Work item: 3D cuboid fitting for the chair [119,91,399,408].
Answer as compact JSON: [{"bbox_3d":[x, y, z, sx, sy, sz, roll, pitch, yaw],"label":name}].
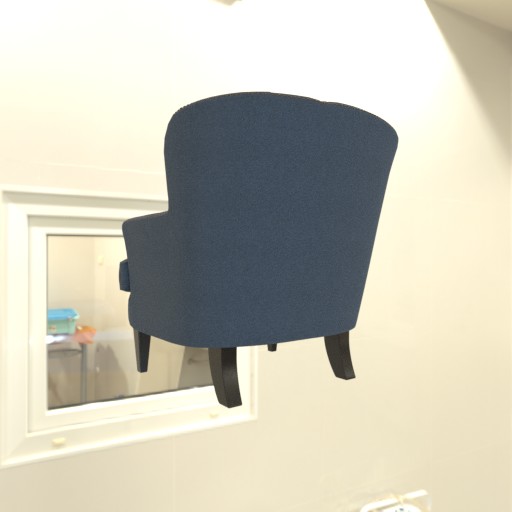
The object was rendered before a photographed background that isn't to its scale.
[{"bbox_3d":[0.000,0.000,1.602,0.848,0.868,0.906,0,0,-36],"label":"chair"}]
